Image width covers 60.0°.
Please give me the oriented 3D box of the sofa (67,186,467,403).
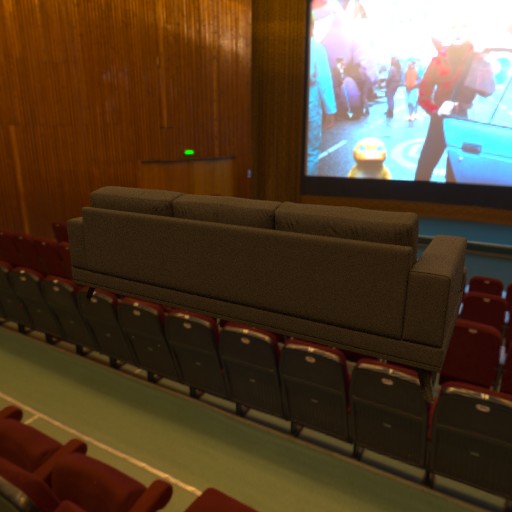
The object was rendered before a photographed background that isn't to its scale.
[{"bbox_3d":[0.000,0.000,2.725,2.310,0.810,0.920,9,19,28],"label":"sofa"}]
